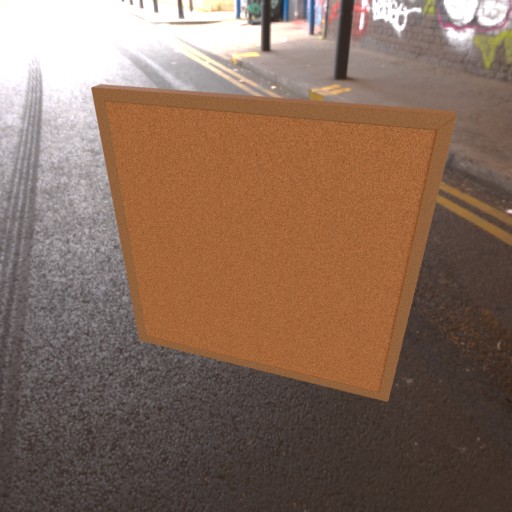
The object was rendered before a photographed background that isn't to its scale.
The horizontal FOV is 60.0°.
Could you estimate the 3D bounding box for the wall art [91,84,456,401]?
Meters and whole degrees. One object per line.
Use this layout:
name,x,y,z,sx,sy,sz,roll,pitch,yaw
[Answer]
wall art,0.000,0.000,1.105,0.761,0.761,0.037,10,34,15
